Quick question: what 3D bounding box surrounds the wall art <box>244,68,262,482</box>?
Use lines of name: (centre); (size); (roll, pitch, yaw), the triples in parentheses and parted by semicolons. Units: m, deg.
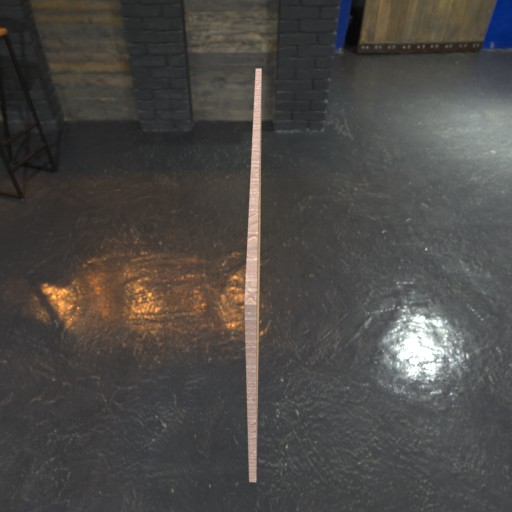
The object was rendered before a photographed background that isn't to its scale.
wall art: (0.000, 0.000, 1.378); (0.020, 0.761, 1.056); (1, 43, 1)
